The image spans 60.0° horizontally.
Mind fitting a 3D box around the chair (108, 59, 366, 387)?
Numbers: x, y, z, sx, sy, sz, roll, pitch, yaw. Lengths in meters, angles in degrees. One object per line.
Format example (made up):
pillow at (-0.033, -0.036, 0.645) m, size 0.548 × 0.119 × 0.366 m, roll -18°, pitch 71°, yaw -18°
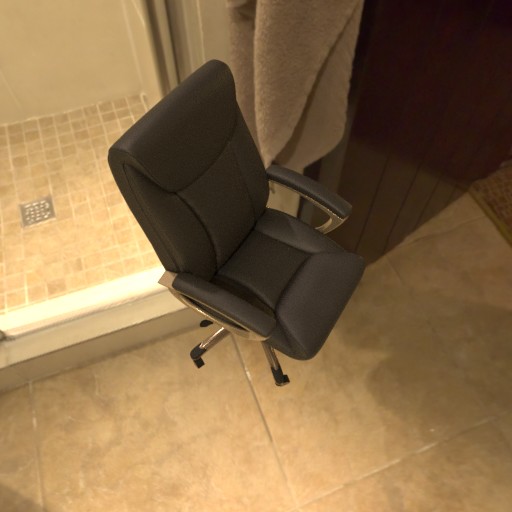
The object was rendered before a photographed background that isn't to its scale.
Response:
chair at (0.000, 0.000, 1.675) m, size 0.748 × 1.188 × 0.694 m, roll 28°, pitch 61°, yaw 17°
